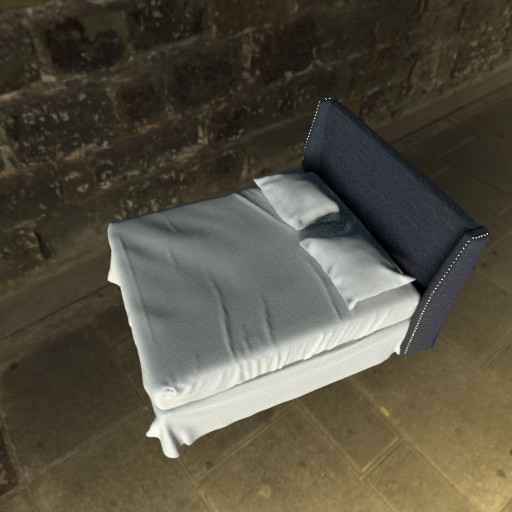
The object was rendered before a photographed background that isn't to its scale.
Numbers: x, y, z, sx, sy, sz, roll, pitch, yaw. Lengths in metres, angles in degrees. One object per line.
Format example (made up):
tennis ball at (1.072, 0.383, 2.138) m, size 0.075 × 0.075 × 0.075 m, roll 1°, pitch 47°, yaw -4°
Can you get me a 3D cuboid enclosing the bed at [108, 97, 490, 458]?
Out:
bed at (0.000, 0.000, 3.403) m, size 2.276 × 1.332 × 1.925 m, roll -17°, pitch 48°, yaw -16°
